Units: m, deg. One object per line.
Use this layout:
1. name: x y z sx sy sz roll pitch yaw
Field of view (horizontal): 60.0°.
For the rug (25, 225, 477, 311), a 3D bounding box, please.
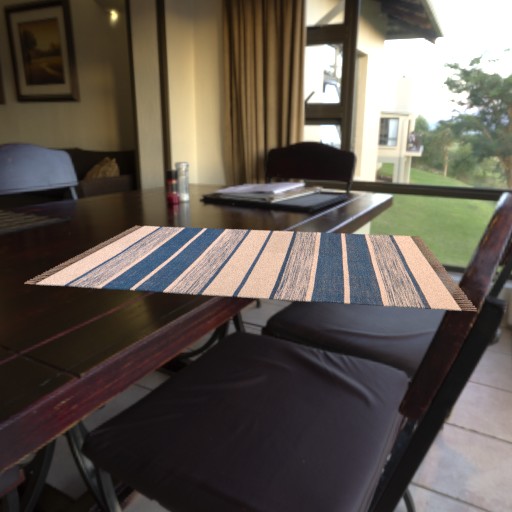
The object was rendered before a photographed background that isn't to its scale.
1. rug: 0.000 0.000 3.063 2.441 0.010 1.532 3 17 9
